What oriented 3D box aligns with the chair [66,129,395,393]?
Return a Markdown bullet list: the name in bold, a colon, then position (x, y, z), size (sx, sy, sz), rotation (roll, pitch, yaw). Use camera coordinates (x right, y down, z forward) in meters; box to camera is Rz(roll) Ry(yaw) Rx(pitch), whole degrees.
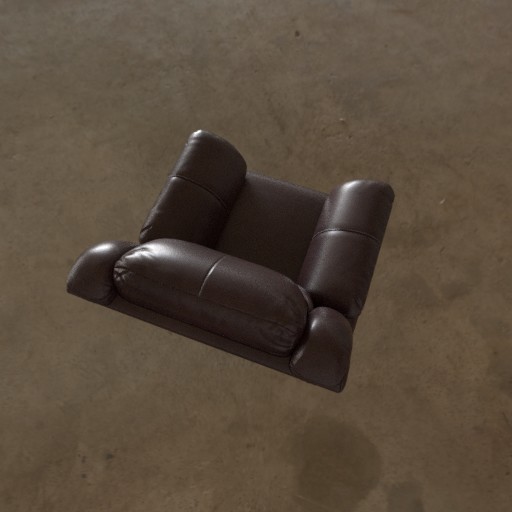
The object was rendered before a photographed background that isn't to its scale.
- **chair**: position (0.000, 0.000, 1.895), size (0.990, 1.093, 1.041), rotation (18, 65, 9)
